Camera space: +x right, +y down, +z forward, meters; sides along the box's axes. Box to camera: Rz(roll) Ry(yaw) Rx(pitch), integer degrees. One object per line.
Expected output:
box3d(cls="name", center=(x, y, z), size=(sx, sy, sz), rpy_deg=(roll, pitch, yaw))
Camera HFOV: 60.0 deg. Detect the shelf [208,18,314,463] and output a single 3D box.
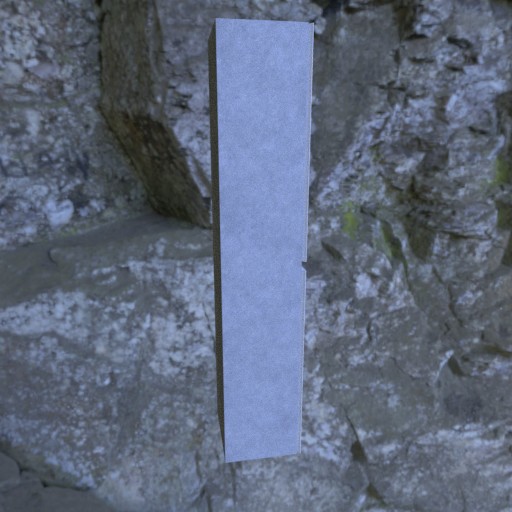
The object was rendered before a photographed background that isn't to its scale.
box3d(cls="shelf", center=(0.000, 0.000, 1.524), size=(0.270, 1.400, 0.300), rpy_deg=(-3, 16, -10))
